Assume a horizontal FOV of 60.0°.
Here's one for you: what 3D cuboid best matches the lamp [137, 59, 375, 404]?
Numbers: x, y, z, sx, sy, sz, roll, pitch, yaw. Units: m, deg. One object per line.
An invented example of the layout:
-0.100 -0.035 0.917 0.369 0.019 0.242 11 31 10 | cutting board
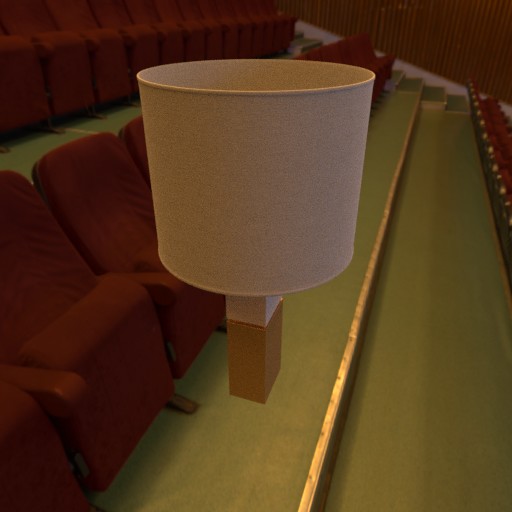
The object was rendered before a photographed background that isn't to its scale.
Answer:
0.000 0.000 0.539 0.229 0.417 0.229 10 31 17 | lamp
